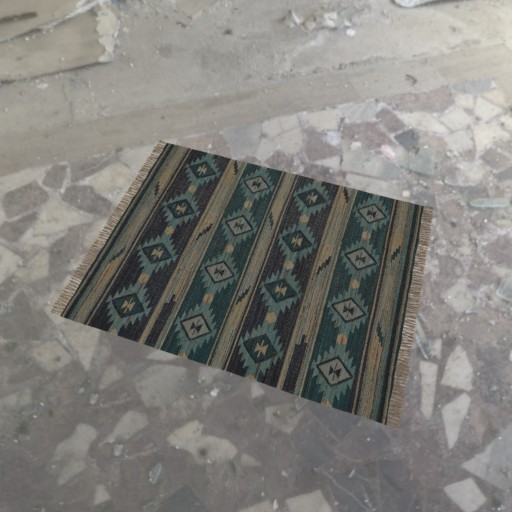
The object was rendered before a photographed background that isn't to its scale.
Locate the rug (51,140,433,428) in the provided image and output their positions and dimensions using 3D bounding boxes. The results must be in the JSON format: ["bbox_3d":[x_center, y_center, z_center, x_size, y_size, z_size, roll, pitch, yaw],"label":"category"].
[{"bbox_3d":[0.000,0.000,4.489,3.307,0.047,2.418,16,59,10],"label":"rug"}]
